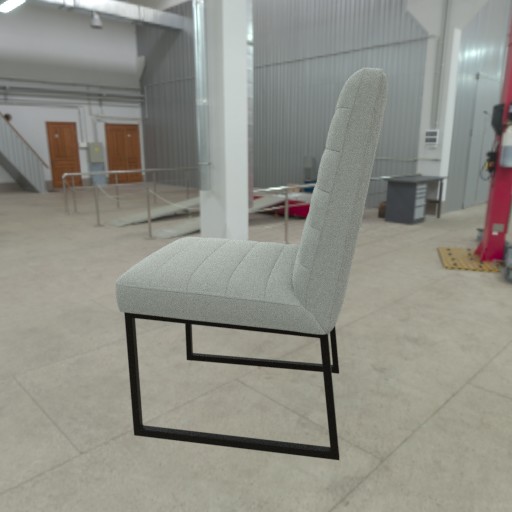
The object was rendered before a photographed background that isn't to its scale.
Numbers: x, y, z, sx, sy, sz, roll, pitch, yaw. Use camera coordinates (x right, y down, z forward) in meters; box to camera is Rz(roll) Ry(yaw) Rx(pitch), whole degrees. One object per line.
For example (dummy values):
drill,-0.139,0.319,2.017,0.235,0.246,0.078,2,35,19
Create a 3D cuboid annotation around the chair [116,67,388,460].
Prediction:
chair,0.000,0.000,1.271,0.634,0.930,0.520,3,15,10
